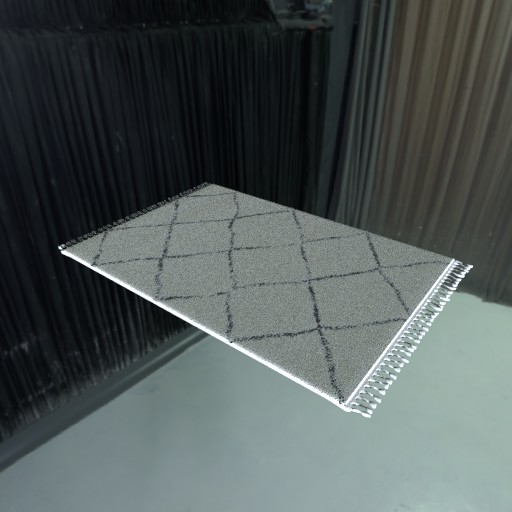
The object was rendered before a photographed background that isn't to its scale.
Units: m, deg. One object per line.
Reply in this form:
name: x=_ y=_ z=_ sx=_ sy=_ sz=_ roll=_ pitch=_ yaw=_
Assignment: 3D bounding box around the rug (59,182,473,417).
rug: x=0.000 y=0.000 z=2.894 sx=2.307 sy=0.031 sz=1.494 roll=22 pitch=37 yaw=32
